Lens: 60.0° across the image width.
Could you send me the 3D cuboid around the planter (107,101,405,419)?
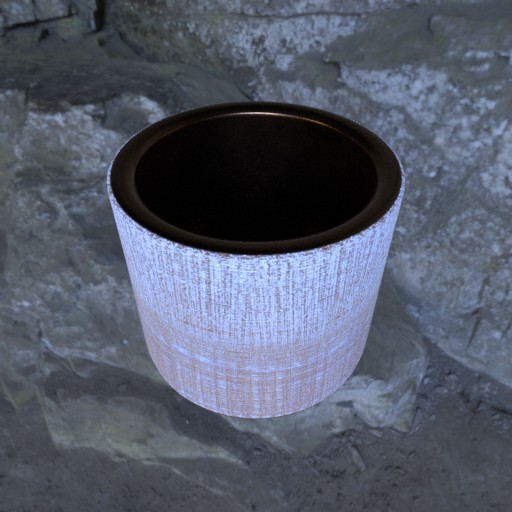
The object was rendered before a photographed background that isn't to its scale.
[{"bbox_3d":[0.000,0.000,0.194,0.109,0.096,0.109,0,42,0],"label":"planter"}]
